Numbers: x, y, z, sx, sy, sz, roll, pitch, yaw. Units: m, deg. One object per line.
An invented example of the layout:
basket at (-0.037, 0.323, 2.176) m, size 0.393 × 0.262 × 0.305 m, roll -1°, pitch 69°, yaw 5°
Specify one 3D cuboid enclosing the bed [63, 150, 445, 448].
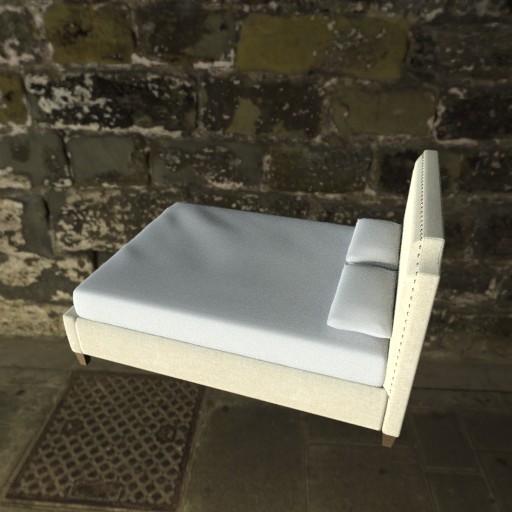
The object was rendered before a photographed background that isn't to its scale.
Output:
bed at (0.000, 0.000, 3.392) m, size 2.381 × 1.457 × 1.713 m, roll 10°, pitch 32°, yaw 16°
